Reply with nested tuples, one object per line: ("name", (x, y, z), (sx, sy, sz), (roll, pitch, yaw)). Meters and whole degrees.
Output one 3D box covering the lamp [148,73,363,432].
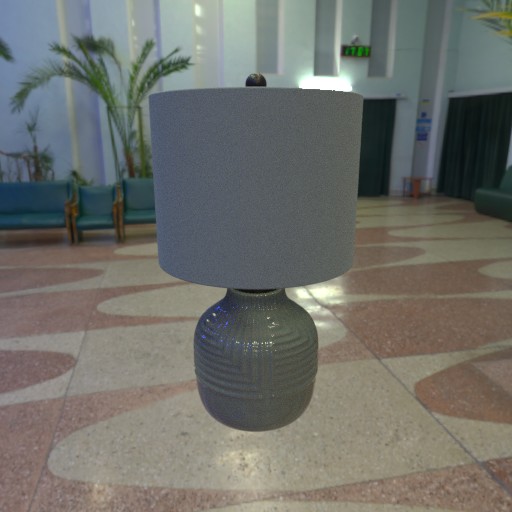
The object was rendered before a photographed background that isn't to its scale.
("lamp", (0.000, 0.000, 0.738), (0.318, 0.567, 0.318), (0, 16, 0))
